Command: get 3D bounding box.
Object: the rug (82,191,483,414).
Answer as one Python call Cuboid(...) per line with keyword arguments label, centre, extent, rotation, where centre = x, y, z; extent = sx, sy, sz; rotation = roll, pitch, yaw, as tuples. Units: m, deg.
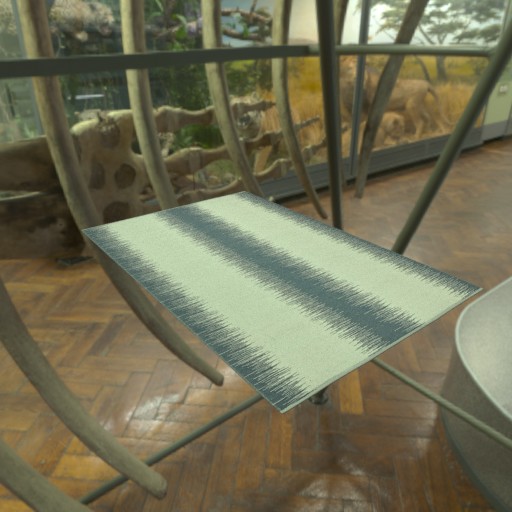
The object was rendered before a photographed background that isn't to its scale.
Cuboid(label="rug", centre=(0.000, 0.000, 2.361), extent=(1.234, 0.006, 1.854), rotation=(-19, 32, -34))
